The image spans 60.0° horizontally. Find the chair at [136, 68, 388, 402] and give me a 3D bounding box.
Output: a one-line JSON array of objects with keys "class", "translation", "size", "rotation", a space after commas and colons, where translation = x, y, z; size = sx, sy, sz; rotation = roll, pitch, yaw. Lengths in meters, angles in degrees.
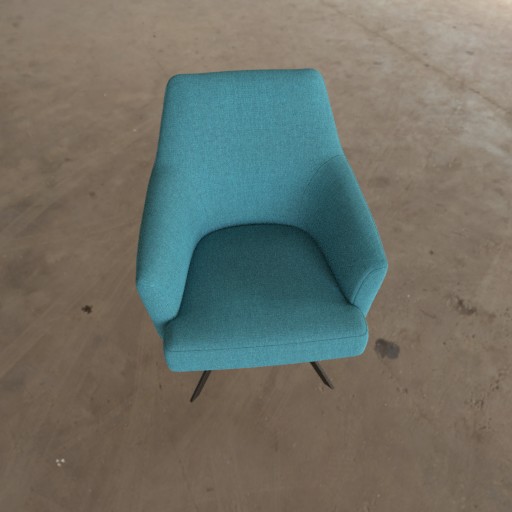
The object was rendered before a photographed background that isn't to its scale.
[{"class": "chair", "translation": [0.000, 0.000, 1.355], "size": [0.642, 0.874, 0.677], "rotation": [-4, 47, -4]}]
